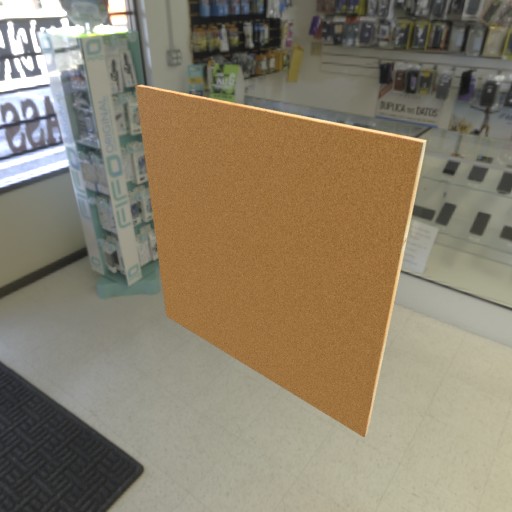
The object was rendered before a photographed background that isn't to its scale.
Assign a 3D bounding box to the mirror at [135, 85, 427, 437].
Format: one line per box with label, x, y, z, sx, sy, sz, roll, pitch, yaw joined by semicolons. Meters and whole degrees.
mirror;0.000;0.000;1.221;0.804;0.804;0.061;23;38;33
